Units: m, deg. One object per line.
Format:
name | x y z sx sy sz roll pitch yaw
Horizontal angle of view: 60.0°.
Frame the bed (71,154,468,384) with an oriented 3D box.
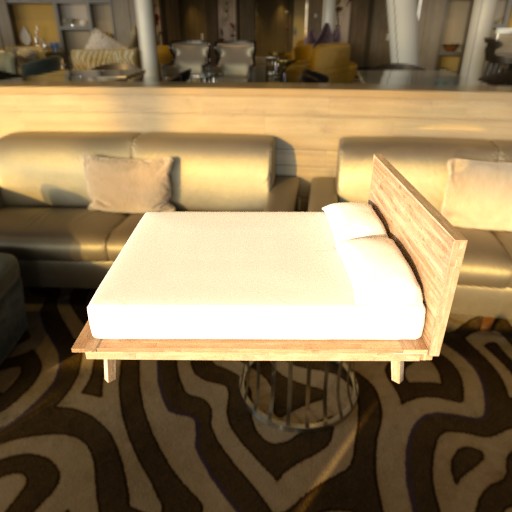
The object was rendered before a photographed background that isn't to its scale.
bed | 0.000 0.000 3.249 2.145 1.071 1.759 0 27 0
